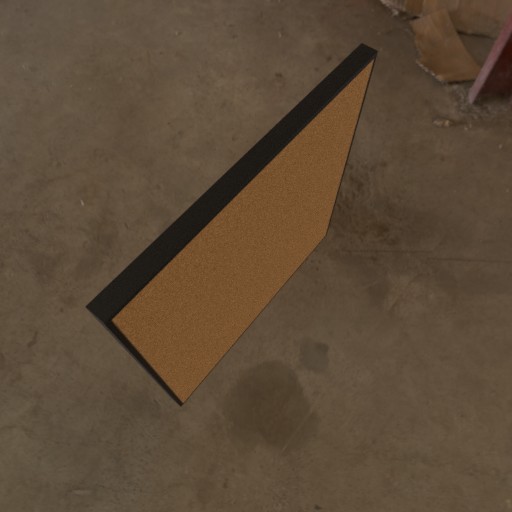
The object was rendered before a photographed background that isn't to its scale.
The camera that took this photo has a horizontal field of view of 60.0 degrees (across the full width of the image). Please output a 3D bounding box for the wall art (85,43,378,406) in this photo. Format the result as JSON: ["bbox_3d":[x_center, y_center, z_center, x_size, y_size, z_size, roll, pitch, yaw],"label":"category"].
[{"bbox_3d":[0.000,0.000,0.759,0.028,0.511,0.513,36,68,17],"label":"wall art"}]
